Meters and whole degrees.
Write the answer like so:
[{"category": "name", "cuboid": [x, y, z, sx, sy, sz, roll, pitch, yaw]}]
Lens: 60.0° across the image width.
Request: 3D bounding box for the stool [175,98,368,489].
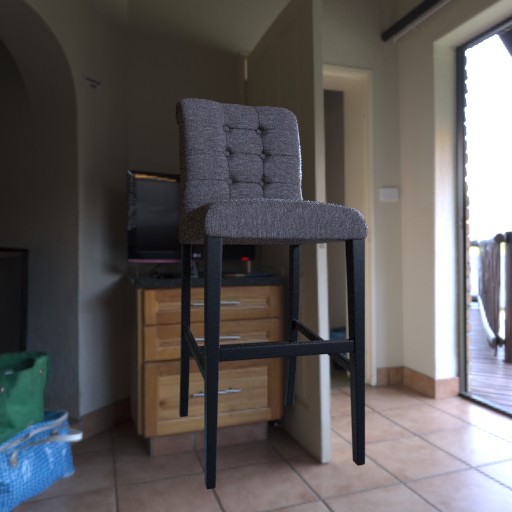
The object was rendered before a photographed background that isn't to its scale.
[{"category": "stool", "cuboid": [0.000, 0.000, 1.413, 0.452, 1.131, 0.613, 0, 0, -17]}]
